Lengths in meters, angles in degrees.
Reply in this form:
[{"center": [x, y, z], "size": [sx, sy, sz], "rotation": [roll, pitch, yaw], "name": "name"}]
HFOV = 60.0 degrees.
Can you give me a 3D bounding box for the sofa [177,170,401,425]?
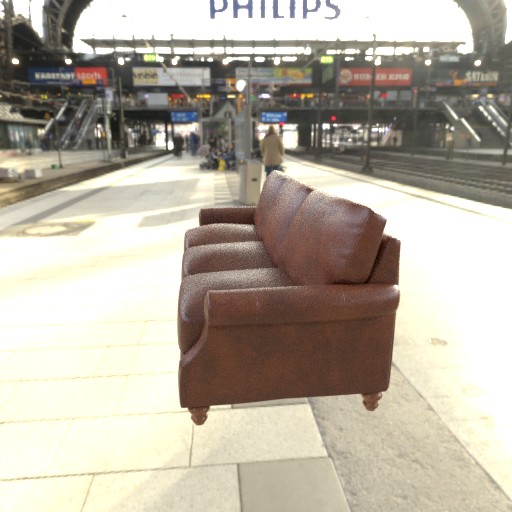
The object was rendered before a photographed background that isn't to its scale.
[{"center": [0.000, 0.000, 2.904], "size": [0.973, 0.977, 2.351], "rotation": [-2, 15, -7], "name": "sofa"}]
